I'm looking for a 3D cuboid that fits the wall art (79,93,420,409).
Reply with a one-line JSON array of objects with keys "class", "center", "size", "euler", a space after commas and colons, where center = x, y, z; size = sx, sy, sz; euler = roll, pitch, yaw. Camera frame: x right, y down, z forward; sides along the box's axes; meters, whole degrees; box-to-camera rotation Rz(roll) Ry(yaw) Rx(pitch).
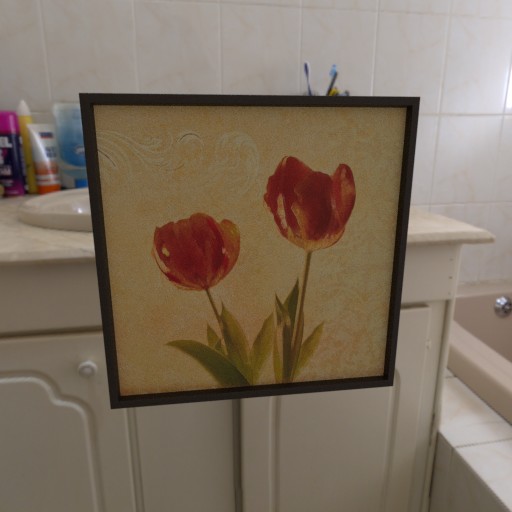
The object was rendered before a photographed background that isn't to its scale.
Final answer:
[{"class": "wall art", "center": [0.000, 0.000, 0.514], "size": [0.349, 0.349, 0.038], "euler": [-2, 16, -8]}]
